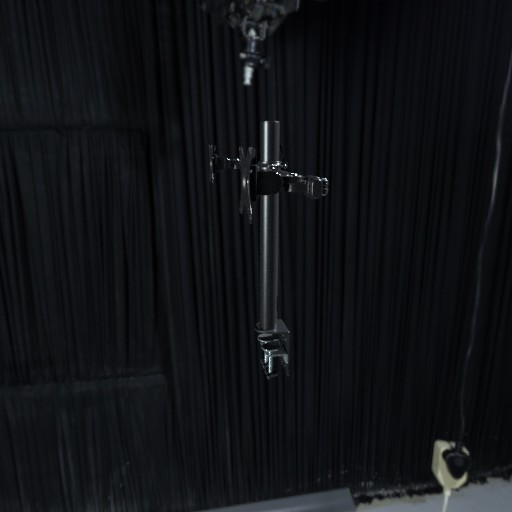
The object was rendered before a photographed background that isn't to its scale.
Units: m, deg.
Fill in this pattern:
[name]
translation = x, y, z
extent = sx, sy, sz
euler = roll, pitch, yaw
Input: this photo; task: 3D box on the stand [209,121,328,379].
[stand]
translation = 0.000, 0.000, 1.037
extent = 0.150, 0.603, 0.743
euler = -3, 15, -10
